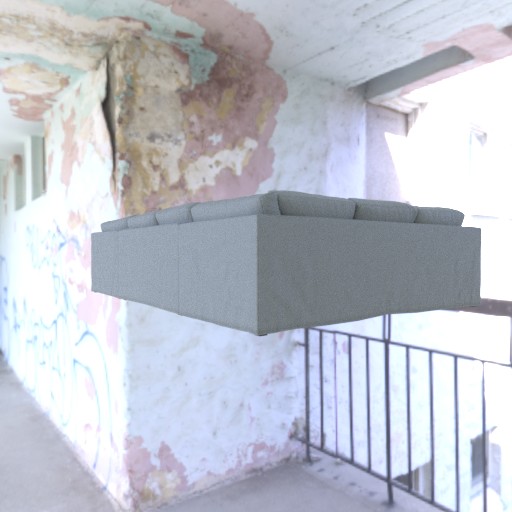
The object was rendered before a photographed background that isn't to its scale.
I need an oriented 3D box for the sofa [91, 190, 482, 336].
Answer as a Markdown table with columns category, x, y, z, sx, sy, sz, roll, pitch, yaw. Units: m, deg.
| category | x | y | z | sx | sy | sz | roll | pitch | yaw |
| --- | --- | --- | --- | --- | --- | --- | --- | --- | --- |
| sofa | 0.000 | 0.000 | 4.590 | 2.427 | 0.882 | 3.460 | 0 | 1 | -35 |
